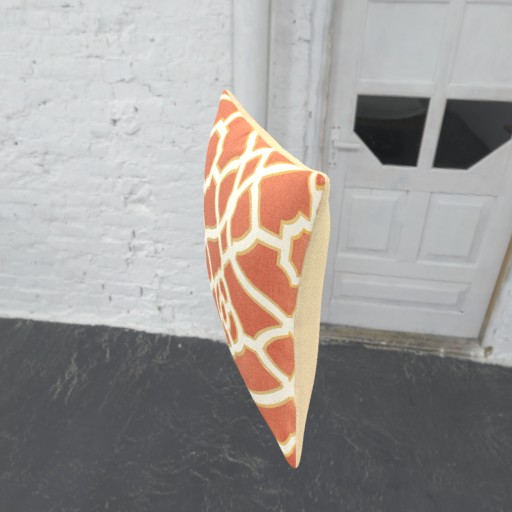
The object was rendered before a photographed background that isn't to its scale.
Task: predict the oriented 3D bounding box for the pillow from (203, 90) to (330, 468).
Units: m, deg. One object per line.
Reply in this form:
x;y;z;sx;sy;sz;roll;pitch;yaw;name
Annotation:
0.000;0.000;0.836;0.166;0.508;0.552;-8;31;-13;pillow
